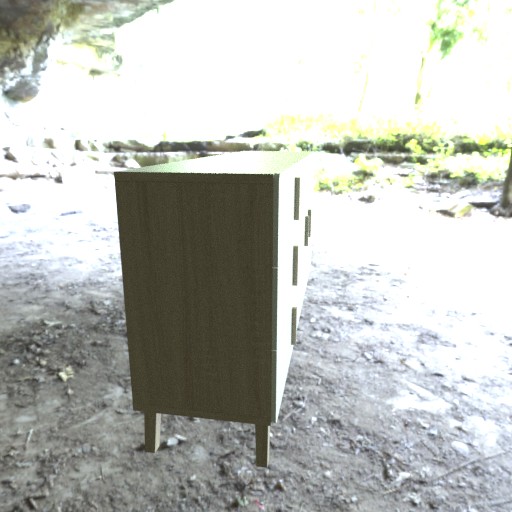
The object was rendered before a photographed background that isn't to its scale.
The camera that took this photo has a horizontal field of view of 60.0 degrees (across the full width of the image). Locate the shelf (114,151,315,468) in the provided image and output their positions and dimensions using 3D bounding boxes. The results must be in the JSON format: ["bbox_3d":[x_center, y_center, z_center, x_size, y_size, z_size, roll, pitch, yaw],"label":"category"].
[{"bbox_3d":[0.000,0.000,1.797,0.400,0.780,1.490,3,15,10],"label":"shelf"}]
